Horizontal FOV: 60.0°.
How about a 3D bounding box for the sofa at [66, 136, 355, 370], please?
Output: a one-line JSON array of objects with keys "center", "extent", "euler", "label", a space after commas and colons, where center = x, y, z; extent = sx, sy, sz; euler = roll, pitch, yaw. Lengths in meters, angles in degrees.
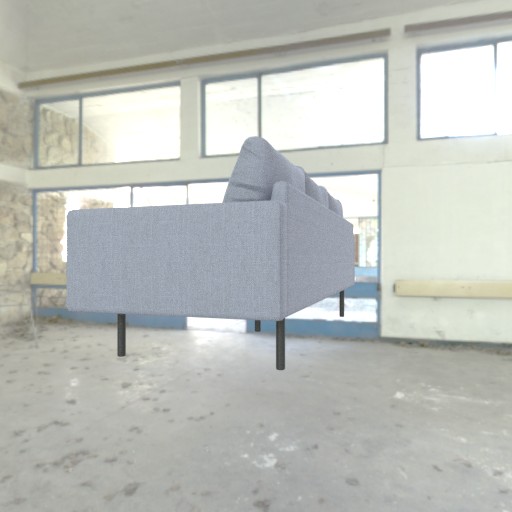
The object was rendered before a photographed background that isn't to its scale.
[{"center": [0.000, 0.000, 2.444], "extent": [0.850, 0.830, 2.000], "euler": [0, 0, 19], "label": "sofa"}]
